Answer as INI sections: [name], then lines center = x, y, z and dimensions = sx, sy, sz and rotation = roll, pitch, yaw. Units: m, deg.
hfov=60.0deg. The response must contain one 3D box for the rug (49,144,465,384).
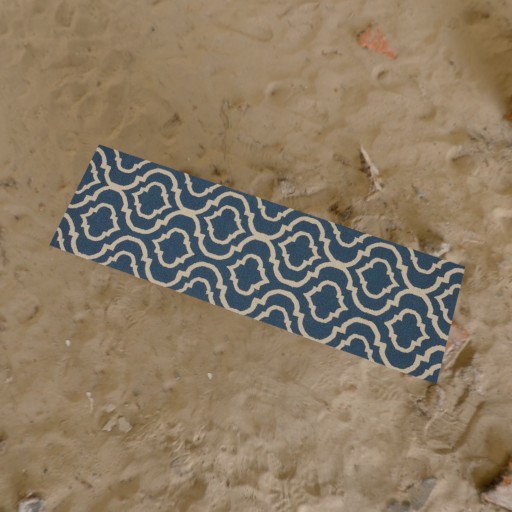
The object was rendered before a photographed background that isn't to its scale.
[rug]
center = 0.000, 0.000, 2.551
dimensions = 2.296, 0.006, 0.685
rotation = 19, 76, 5
